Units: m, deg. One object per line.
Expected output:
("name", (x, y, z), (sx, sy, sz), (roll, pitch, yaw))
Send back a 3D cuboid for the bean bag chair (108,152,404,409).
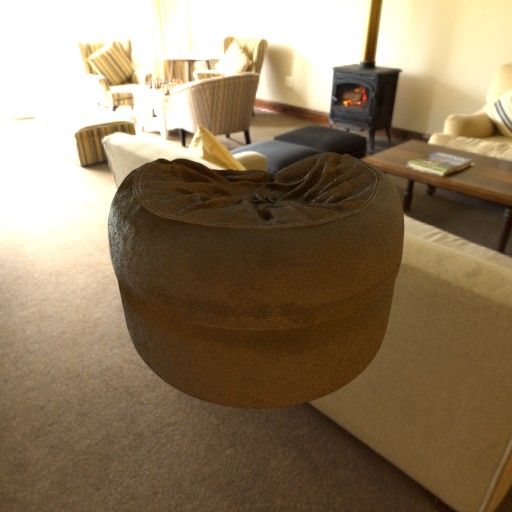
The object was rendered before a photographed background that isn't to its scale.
("bean bag chair", (0.000, 0.000, 1.483), (0.918, 0.605, 0.918), (0, 30, 0))
